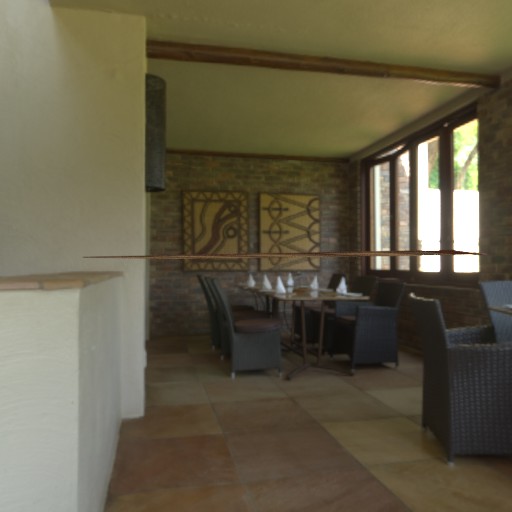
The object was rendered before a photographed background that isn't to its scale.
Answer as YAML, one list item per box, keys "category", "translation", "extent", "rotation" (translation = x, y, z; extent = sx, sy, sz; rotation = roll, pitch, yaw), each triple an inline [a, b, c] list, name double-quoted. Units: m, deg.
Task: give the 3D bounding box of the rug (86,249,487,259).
- category: "rug"
  translation: [0.000, 0.000, 2.731]
  extent: [2.437, 0.006, 0.792]
  rotation: [-1, -1, 36]
